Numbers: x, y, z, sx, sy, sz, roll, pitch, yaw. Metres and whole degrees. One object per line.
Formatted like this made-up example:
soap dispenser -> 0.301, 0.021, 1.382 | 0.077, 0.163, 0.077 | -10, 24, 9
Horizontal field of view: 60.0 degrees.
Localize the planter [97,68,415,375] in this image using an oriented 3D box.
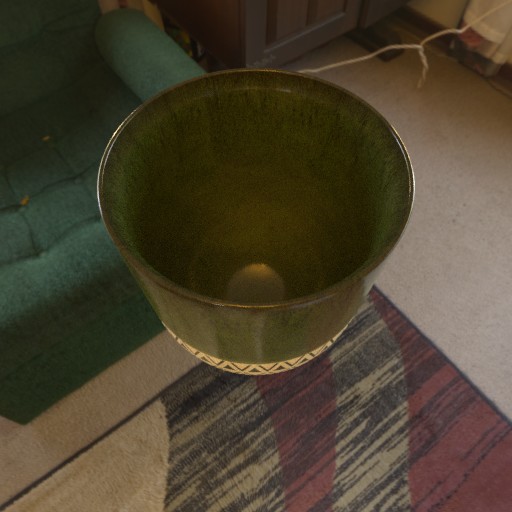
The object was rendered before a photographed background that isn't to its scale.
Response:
planter -> 0.000, 0.000, 0.461 | 0.245, 0.270, 0.245 | 0, 58, 0
